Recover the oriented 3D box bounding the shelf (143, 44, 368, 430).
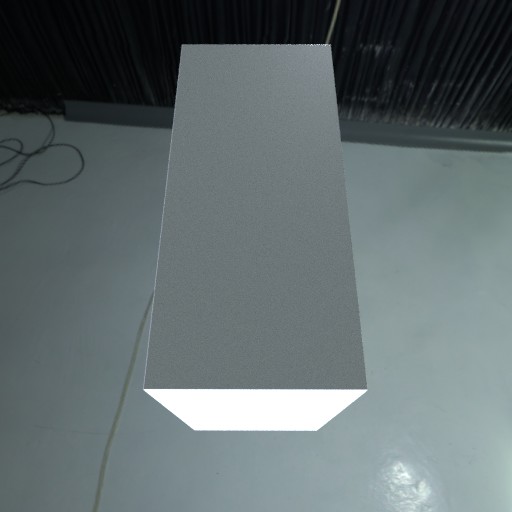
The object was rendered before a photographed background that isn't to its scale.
[{"bbox_3d":[0.000,0.000,1.309,0.396,0.732,0.895,0,63,0],"label":"shelf"}]
